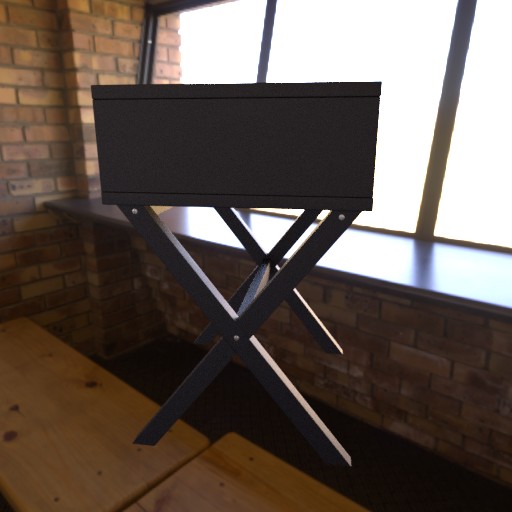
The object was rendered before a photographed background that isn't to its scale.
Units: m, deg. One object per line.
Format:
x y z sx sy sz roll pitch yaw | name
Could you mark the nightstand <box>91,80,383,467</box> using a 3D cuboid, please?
0.000 0.000 0.911 0.402 0.623 0.479 2 16 8 | nightstand
